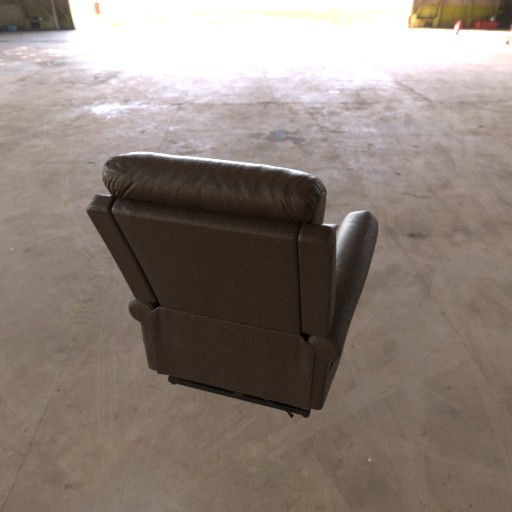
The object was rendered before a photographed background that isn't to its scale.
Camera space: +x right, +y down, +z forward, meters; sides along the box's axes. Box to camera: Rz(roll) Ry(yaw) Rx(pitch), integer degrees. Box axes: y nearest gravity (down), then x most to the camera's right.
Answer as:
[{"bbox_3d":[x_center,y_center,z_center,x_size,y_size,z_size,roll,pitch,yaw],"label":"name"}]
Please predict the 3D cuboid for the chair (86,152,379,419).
[{"bbox_3d":[0.000,0.000,1.701,0.869,1.028,0.978,9,33,15],"label":"chair"}]
